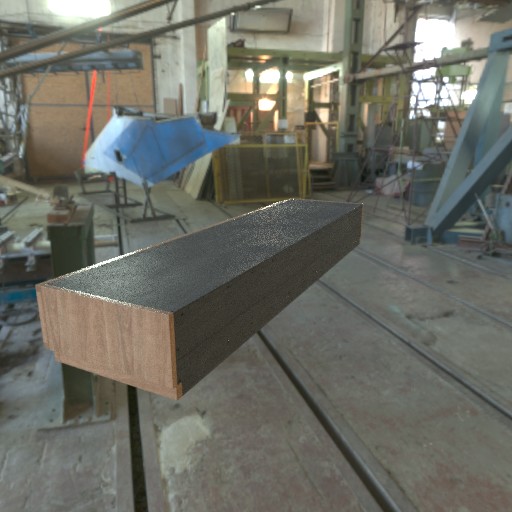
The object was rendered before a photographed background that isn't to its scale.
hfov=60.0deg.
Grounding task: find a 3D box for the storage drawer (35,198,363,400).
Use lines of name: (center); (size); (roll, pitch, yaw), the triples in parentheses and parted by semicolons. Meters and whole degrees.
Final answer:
storage drawer: (0.000, 0.000, 2.174); (0.538, 0.264, 2.032); (8, 18, 26)
